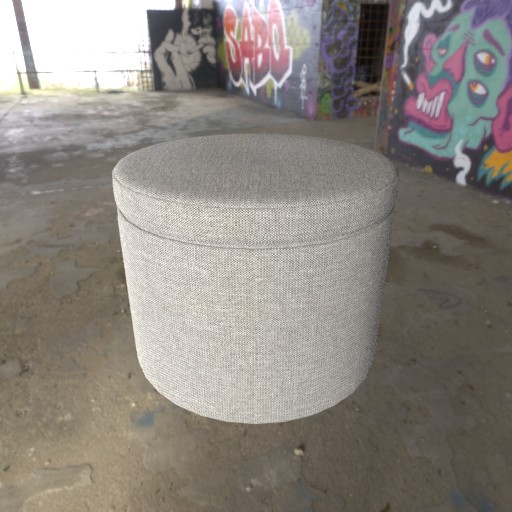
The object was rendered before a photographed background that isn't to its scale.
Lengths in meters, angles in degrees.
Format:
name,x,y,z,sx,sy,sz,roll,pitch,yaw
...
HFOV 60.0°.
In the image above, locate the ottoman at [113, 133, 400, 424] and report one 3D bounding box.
name,x,y,z,sx,sy,sz,roll,pitch,yaw
ottoman,0.000,0.000,0.877,0.500,0.419,0.500,0,26,0
